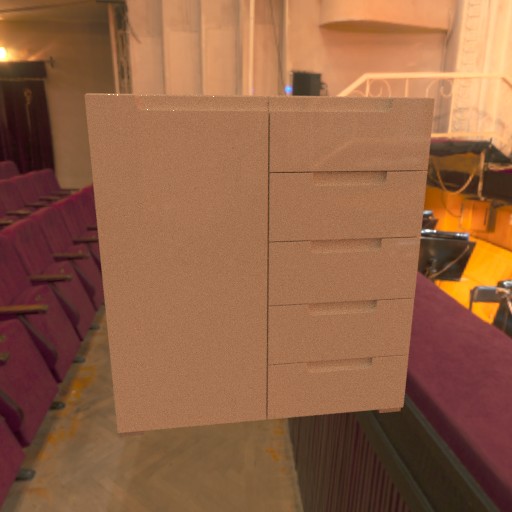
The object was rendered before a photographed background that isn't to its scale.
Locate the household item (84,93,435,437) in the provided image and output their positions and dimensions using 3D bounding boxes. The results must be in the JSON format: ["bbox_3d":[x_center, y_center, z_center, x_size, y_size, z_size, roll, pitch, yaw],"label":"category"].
[{"bbox_3d":[0.000,0.000,1.316,0.800,0.870,0.420,-2,16,-8],"label":"household item"}]
